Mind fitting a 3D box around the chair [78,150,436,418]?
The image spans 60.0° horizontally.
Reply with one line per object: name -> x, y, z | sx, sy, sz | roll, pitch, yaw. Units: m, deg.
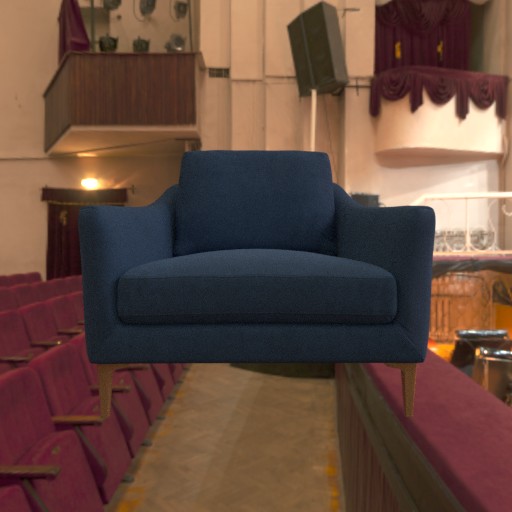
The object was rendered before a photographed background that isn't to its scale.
chair -> 0.000, 0.000, 1.672 | 0.987, 0.899, 0.961 | 0, 1, -1
